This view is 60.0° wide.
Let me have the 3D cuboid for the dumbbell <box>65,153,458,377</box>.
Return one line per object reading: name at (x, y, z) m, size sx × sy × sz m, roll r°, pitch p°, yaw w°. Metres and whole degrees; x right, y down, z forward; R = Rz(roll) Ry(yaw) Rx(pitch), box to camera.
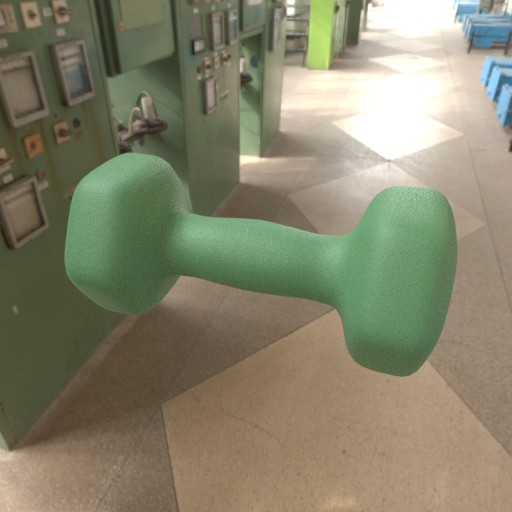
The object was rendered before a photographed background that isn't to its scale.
dumbbell at (0.000, 0.000, 0.316) m, size 0.257 × 0.114 × 0.126 m, roll 10°, pitch 34°, yaw 15°
